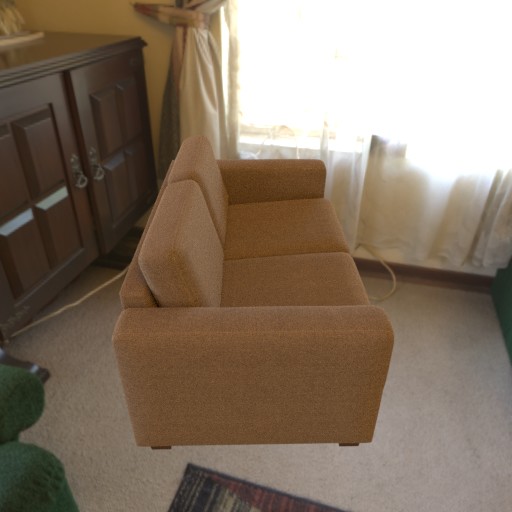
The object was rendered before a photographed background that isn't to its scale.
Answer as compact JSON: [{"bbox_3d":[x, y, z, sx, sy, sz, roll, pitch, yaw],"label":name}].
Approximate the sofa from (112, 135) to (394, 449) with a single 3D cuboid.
[{"bbox_3d":[0.000,0.000,2.043,0.900,0.800,1.520,-1,32,-1],"label":"sofa"}]
